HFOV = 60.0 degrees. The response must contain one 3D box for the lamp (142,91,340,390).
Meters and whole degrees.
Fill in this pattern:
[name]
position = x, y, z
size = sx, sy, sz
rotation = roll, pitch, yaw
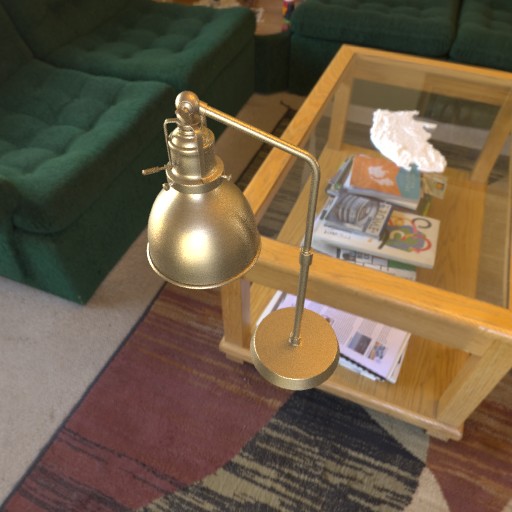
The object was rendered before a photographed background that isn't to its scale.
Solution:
[lamp]
position = 0.000, 0.000, 0.592
size = 0.286, 0.456, 0.153
rotation = 4, 48, 3
